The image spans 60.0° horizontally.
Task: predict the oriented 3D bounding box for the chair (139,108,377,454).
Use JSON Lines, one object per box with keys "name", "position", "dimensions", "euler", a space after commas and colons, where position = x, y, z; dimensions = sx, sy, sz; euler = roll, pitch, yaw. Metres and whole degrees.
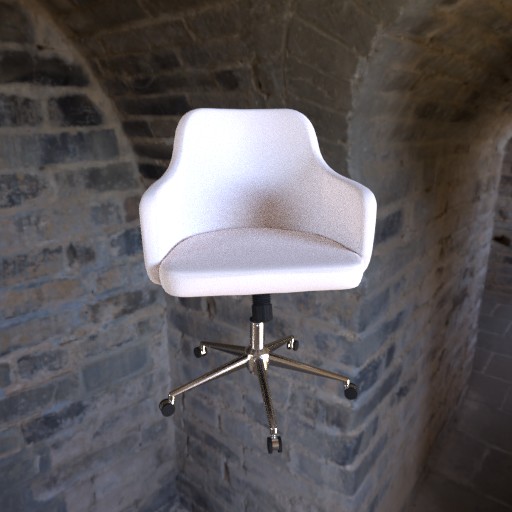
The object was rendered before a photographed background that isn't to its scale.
{"name": "chair", "position": [0.000, 0.000, 1.260], "dimensions": [0.602, 0.819, 0.647], "euler": [-2, 16, -8]}
